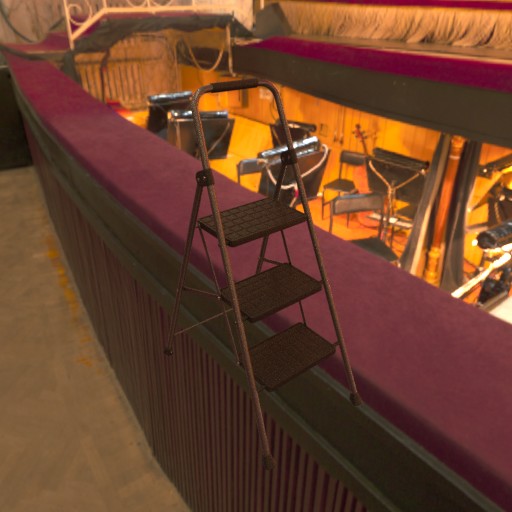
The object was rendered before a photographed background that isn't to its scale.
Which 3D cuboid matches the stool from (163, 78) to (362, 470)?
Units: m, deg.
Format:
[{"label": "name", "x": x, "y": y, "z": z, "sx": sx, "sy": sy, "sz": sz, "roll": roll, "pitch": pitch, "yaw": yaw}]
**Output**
[{"label": "stool", "x": 0.000, "y": 0.000, "z": 1.540, "sx": 0.473, "sy": 1.121, "sz": 0.733, "roll": -21, "pitch": 36, "yaw": -32}]
